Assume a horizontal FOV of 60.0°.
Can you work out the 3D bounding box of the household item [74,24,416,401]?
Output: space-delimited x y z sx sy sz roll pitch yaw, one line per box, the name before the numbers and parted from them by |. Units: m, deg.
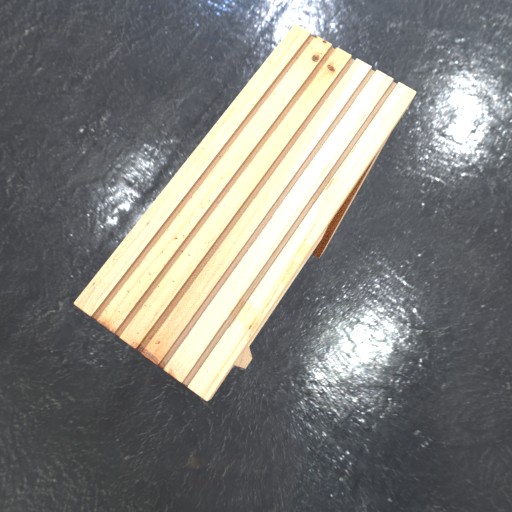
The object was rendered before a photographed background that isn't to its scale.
household item | 0.000 0.000 0.547 0.123 0.407 0.301 33 78 8
